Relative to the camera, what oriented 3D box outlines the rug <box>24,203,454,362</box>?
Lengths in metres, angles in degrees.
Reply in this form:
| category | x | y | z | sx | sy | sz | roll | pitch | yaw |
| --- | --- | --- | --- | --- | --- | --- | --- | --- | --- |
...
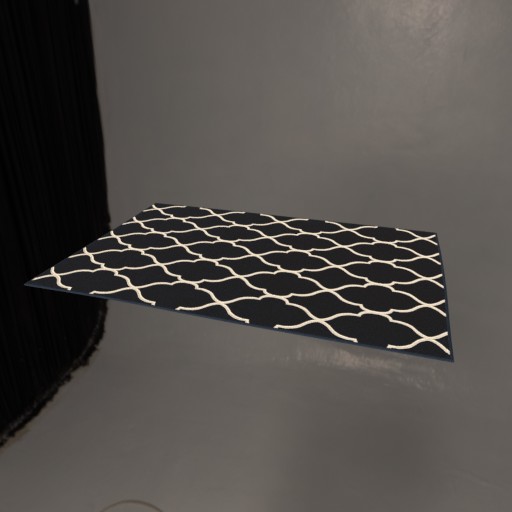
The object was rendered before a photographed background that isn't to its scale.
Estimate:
| category | x | y | z | sx | sy | sz | roll | pitch | yaw |
| --- | --- | --- | --- | --- | --- | --- | --- | --- | --- |
| rug | 0.000 | 0.000 | 2.868 | 2.294 | 0.014 | 1.528 | 8 | 26 | 16 |
